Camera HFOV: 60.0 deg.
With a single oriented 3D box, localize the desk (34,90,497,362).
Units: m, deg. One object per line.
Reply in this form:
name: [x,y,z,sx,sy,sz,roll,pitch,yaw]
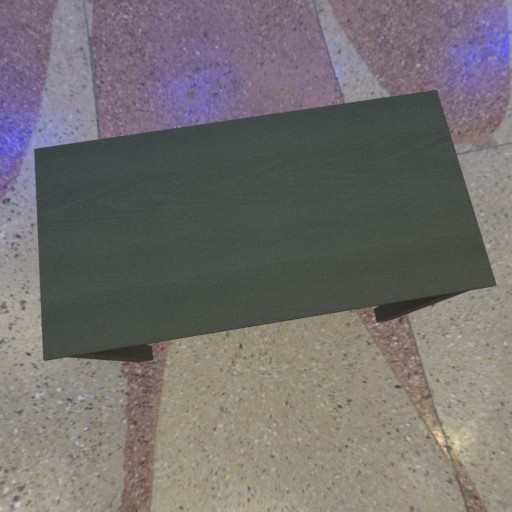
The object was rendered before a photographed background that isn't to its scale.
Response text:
desk: [0.000,0.000,1.384,0.991,0.762,0.499,-9,76,-2]
